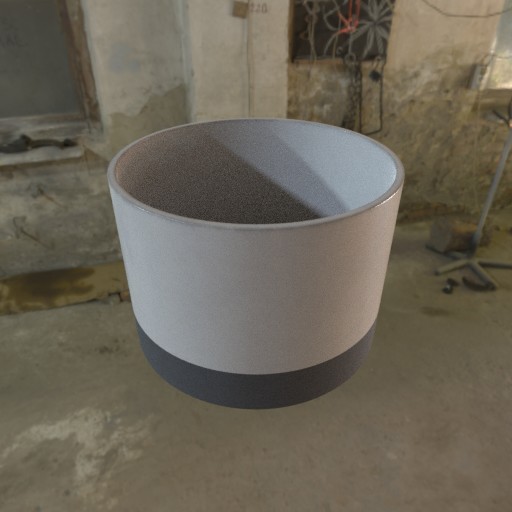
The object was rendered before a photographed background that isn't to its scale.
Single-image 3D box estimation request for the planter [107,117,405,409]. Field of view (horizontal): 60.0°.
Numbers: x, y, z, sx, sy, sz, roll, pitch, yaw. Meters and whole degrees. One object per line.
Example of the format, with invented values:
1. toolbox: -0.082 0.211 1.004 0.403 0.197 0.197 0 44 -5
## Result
1. planter: 0.000 0.000 0.227 0.128 0.105 0.128 0 33 0
